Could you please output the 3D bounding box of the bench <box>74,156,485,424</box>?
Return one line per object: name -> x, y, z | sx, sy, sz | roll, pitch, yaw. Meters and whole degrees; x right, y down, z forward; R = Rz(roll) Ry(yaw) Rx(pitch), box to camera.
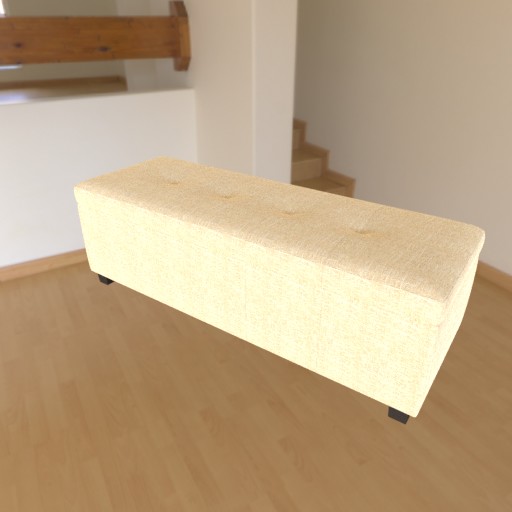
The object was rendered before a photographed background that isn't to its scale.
bench -> 0.000, 0.000, 1.421 | 1.219, 0.406, 0.432 | 18, 33, 30
